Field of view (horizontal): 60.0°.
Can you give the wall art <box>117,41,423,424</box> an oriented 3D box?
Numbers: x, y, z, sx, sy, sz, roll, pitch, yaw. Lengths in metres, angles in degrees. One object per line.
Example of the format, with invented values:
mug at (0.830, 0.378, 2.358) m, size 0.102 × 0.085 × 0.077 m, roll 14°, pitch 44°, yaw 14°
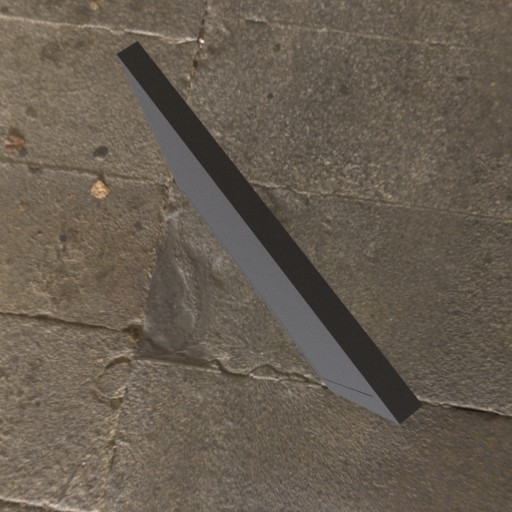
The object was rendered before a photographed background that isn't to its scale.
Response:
wall art at (0.000, 0.000, 0.538) m, size 0.024 × 0.329 × 0.404 m, roll -36°, pitch 80°, yaw -7°
